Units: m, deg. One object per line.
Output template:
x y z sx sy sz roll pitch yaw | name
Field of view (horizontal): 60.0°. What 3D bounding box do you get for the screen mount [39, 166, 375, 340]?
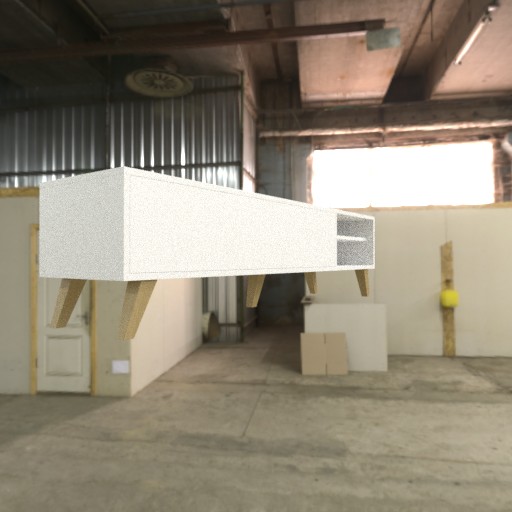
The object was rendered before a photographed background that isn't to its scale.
0.000 0.000 1.868 0.399 0.432 1.644 0 0 36 | screen mount
